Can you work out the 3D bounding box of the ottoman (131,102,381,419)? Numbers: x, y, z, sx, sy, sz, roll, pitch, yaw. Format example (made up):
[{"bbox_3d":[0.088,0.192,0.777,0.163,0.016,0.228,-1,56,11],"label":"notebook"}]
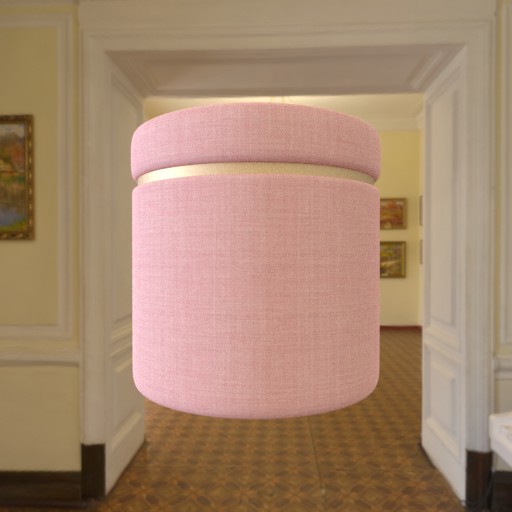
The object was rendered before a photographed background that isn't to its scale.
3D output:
[{"bbox_3d":[0.000,0.000,0.737,0.400,0.406,0.400,0,0,0],"label":"ottoman"}]
